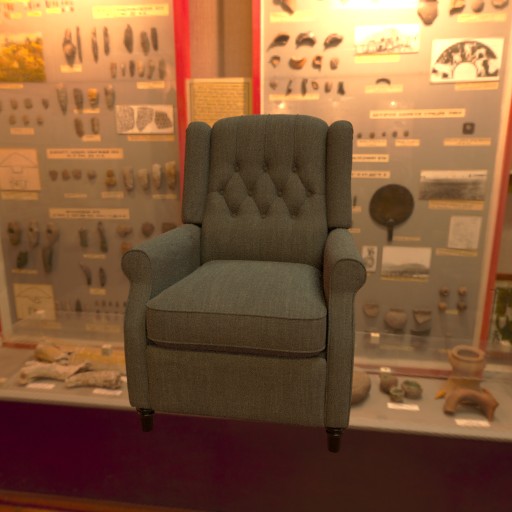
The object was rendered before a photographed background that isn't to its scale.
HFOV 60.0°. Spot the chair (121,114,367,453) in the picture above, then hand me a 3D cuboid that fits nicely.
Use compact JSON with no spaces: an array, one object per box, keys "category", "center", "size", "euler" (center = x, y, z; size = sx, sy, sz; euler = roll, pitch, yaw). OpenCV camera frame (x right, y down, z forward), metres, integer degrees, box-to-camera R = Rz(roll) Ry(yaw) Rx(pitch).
[{"category":"chair","center":[0.000,0.000,1.629],"size":[0.742,1.035,0.898],"euler":[2,15,9]}]
